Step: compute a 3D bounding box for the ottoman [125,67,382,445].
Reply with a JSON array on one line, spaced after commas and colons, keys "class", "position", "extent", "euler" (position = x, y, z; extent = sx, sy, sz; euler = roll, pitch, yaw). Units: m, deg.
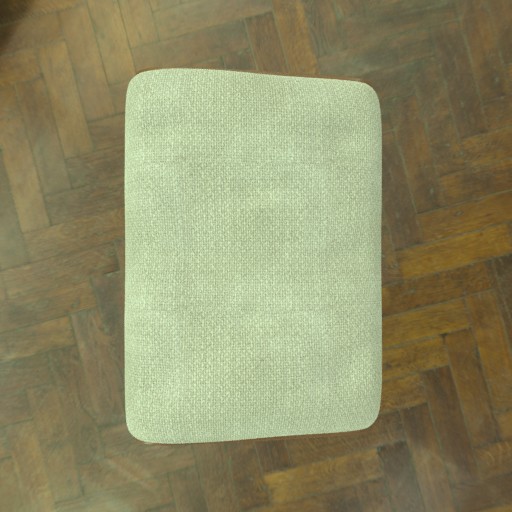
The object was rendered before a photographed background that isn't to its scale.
[{"class": "ottoman", "position": [0.000, 0.000, 0.775], "extent": [0.394, 0.391, 0.520], "euler": [0, 90, 1]}]
